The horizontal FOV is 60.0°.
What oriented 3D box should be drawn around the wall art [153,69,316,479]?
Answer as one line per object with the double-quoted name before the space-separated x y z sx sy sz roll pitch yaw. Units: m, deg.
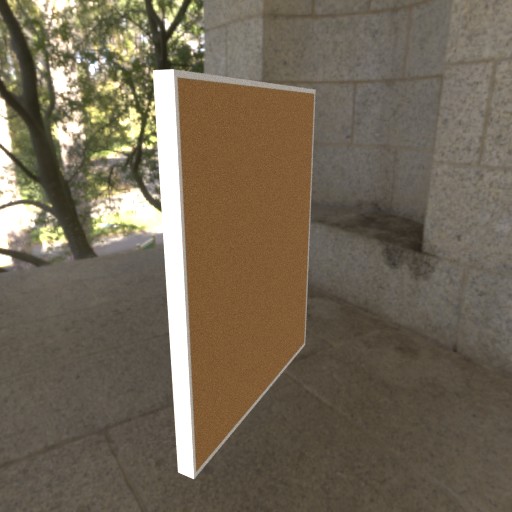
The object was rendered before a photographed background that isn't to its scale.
"wall art" 0.000 0.000 0.752 0.030 0.549 0.443 9 20 26
